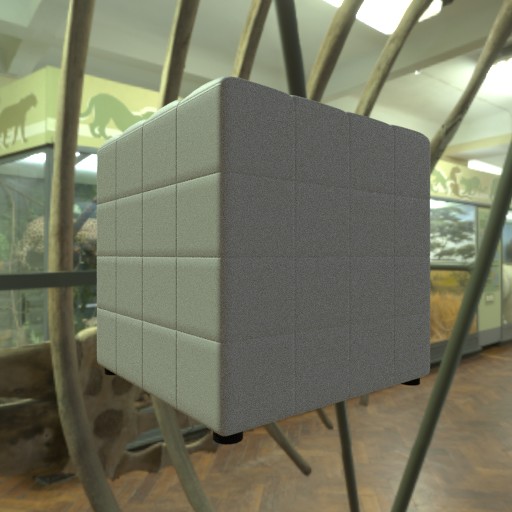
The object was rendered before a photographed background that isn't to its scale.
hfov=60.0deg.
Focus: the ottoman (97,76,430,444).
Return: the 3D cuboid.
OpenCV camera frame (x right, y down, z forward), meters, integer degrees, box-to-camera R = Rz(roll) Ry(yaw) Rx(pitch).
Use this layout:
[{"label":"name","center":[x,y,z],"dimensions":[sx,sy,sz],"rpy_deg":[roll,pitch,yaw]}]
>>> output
[{"label":"ottoman","center":[0.000,0.000,0.787],"dimensions":[0.425,0.432,0.425],"rpy_deg":[0,0,-38]}]
